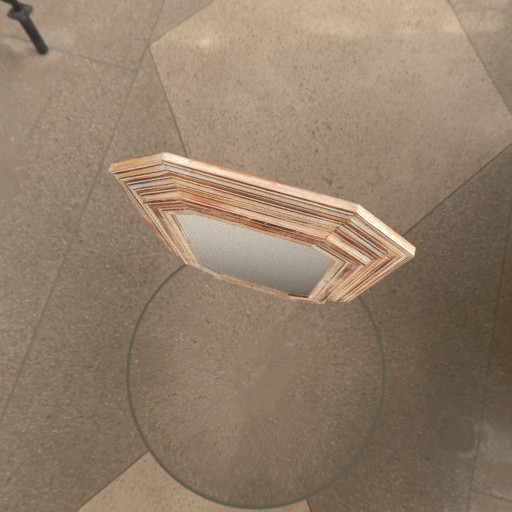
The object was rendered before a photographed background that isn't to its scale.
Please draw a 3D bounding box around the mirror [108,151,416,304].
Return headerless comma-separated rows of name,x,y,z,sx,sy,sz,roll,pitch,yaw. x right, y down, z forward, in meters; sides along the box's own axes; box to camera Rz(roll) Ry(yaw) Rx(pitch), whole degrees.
mirror,0.000,0.000,1.332,0.709,1.015,0.061,16,77,4
